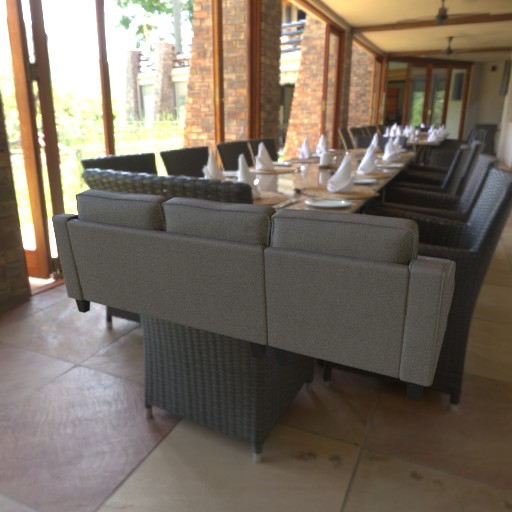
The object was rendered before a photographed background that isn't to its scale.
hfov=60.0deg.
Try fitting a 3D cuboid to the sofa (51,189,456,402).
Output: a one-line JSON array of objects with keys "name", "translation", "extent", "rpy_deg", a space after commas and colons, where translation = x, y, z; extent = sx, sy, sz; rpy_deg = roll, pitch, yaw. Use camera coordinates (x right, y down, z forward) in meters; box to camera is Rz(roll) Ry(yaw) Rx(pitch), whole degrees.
[{"name": "sofa", "translation": [0.000, 0.000, 3.143], "extent": [2.561, 0.928, 1.294], "rpy_deg": [9, 19, 26]}]
